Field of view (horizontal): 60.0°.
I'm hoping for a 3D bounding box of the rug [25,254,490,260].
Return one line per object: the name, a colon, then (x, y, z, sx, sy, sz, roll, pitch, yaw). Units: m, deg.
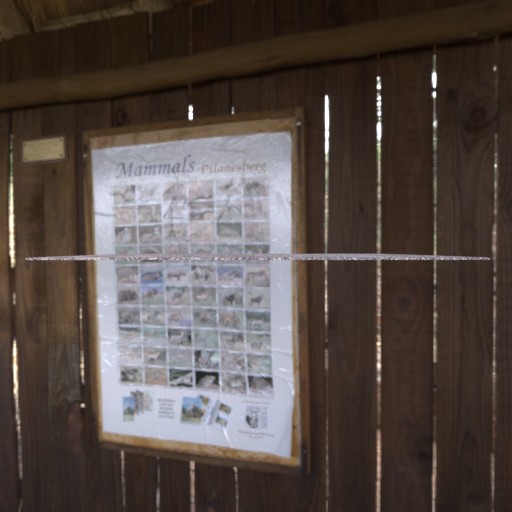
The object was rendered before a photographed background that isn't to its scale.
rug: (0.000, 0.000, 4.250, 3.204, 0.017, 2.448, 0, 1, -1)
